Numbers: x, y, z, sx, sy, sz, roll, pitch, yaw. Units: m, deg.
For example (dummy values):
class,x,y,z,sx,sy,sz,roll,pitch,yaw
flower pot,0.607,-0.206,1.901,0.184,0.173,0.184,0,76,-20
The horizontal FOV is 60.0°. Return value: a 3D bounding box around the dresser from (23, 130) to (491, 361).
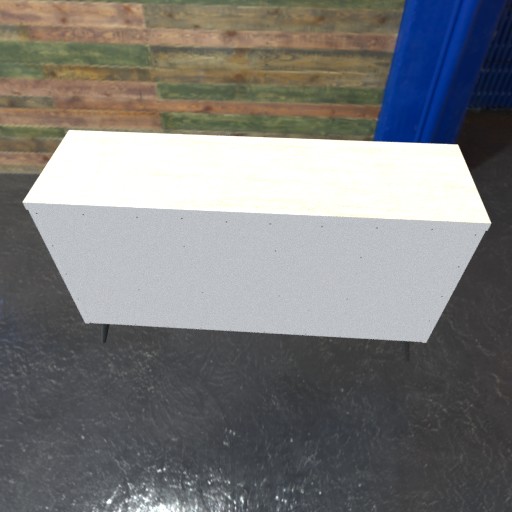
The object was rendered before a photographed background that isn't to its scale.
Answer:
class,x,y,z,sx,sy,sz,roll,pitch,yaw
dresser,0.000,0.000,1.928,1.524,0.914,0.457,3,48,3
